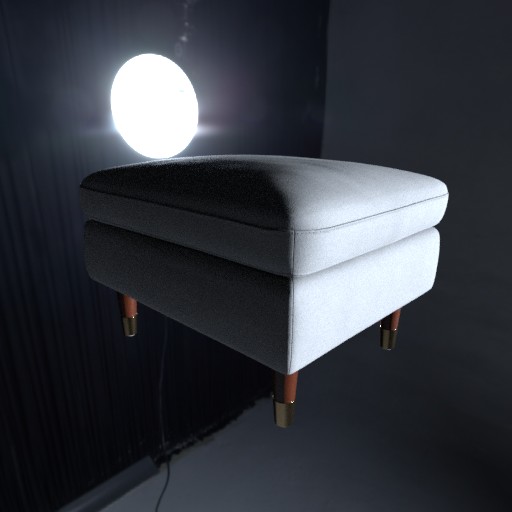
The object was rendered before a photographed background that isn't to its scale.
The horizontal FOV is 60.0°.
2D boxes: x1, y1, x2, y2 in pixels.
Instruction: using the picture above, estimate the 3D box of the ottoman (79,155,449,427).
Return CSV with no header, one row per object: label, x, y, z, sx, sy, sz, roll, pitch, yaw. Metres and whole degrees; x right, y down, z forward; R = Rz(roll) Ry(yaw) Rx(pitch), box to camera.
ottoman,0.000,0.000,1.105,0.747,0.478,0.593,15,22,41
